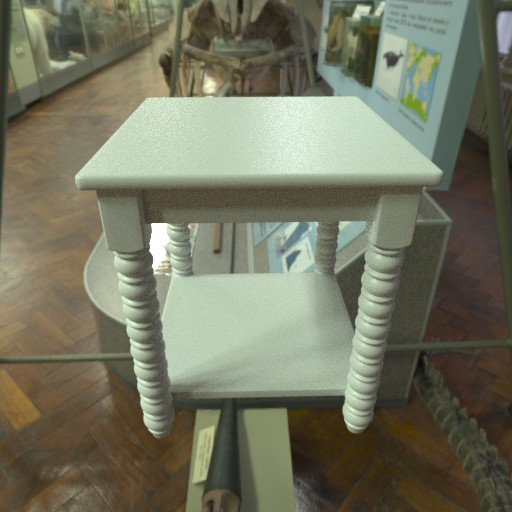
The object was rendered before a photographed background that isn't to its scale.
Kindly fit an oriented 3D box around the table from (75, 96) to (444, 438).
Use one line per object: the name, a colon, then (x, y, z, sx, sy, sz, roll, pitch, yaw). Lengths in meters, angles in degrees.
table: (0.000, 0.000, 0.963, 0.500, 0.563, 0.533, -1, 30, -1)
